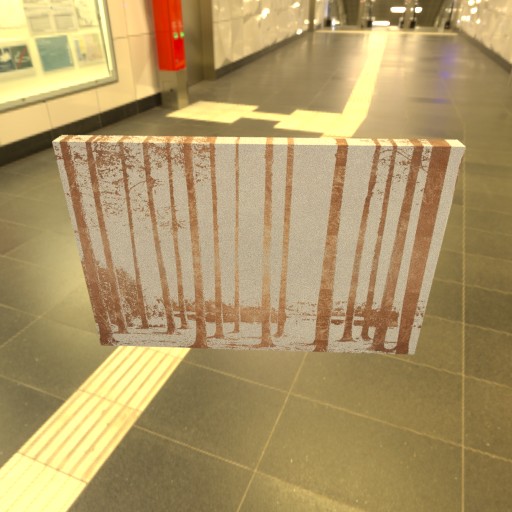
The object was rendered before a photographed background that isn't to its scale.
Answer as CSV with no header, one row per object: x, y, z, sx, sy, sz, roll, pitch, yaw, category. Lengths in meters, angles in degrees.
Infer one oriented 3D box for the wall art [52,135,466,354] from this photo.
0.000,0.000,0.771,0.609,0.405,0.035,1,31,2,wall art
